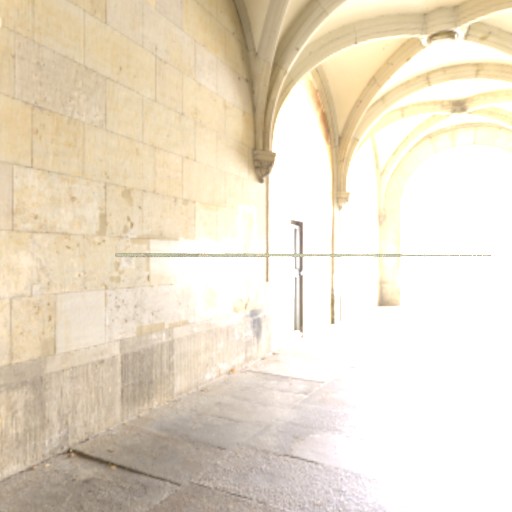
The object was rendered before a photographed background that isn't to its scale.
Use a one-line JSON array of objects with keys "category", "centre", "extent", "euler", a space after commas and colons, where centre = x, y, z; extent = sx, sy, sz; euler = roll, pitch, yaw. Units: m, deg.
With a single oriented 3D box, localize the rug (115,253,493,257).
[{"category": "rug", "centre": [0.000, 0.000, 4.090], "extent": [2.420, 0.019, 3.039], "euler": [0, 0, -17]}]
